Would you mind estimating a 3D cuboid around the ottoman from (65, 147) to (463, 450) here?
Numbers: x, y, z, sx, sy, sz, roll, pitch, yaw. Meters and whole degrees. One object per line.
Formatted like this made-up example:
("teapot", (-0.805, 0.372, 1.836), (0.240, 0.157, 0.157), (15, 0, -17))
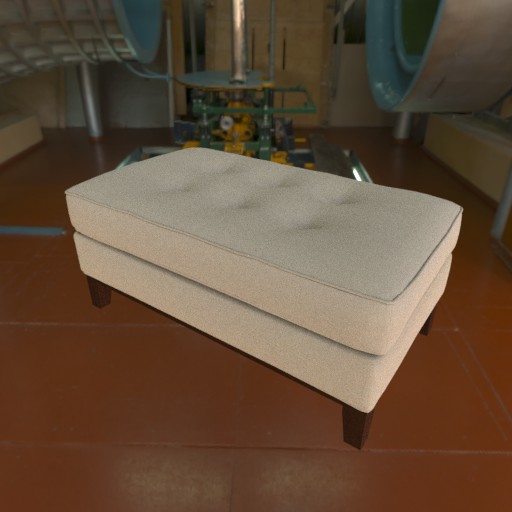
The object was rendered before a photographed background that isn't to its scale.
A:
("ottoman", (0.000, 0.000, 1.491), (1.143, 0.508, 0.648), (19, 35, 30))
